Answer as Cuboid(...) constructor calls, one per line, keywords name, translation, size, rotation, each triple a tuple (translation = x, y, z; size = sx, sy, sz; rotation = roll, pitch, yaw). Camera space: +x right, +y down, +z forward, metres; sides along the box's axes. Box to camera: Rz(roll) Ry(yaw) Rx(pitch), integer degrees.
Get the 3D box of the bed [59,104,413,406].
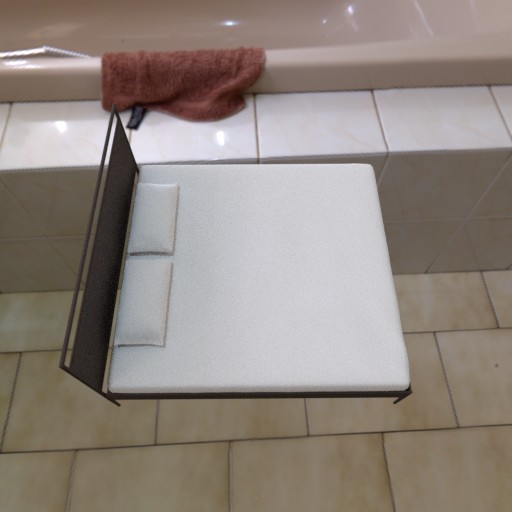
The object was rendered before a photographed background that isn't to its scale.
Cuboid(name="bed", translation=(0.000, 0.000, 3.381), size=(2.151, 1.173, 1.993), rotation=(0, 61, 0))
